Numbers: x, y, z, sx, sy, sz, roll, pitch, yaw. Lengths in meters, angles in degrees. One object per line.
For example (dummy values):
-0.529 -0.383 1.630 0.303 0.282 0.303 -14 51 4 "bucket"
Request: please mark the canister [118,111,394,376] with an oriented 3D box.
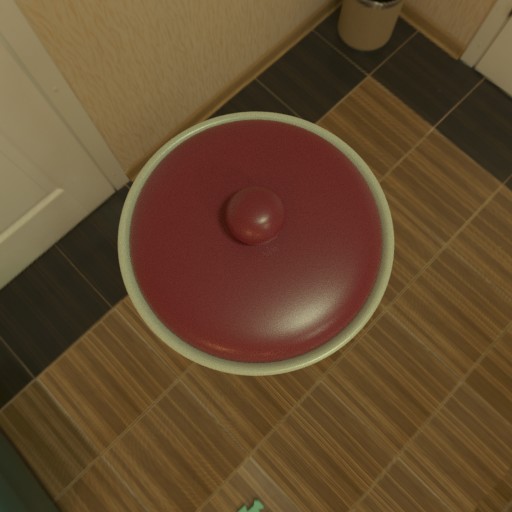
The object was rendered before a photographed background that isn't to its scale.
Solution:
0.000 0.000 0.347 0.181 0.211 0.181 0 75 0 "canister"
